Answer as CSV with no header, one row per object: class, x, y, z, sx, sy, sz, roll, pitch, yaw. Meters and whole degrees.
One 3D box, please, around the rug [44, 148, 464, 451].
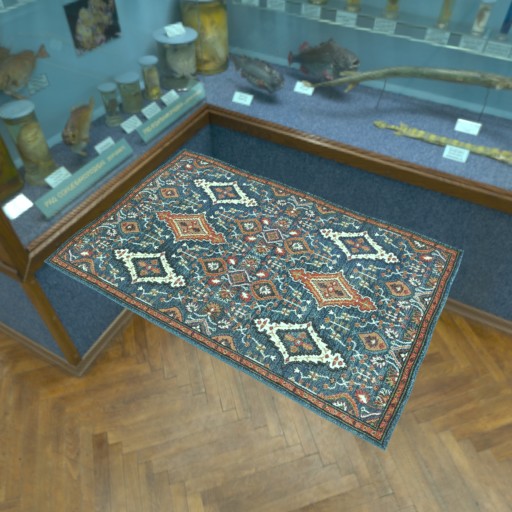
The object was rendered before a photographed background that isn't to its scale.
rug,0.000,0.000,2.302,1.847,0.014,1.195,24,52,20
